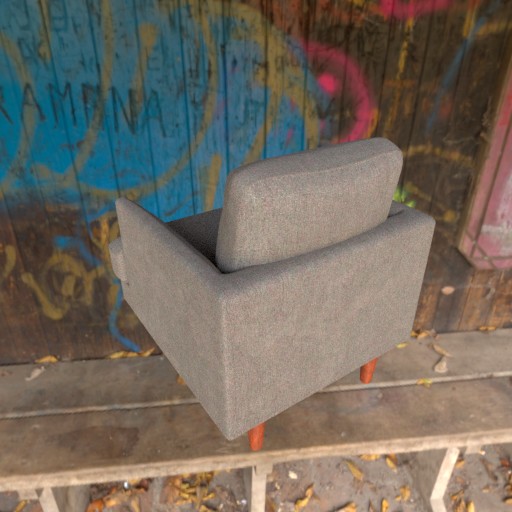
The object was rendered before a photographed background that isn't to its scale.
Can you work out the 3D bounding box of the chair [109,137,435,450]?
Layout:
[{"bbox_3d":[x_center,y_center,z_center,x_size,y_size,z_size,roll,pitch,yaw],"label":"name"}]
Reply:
[{"bbox_3d":[0.000,0.000,1.662,0.858,0.957,0.899,-19,35,-29],"label":"chair"}]
